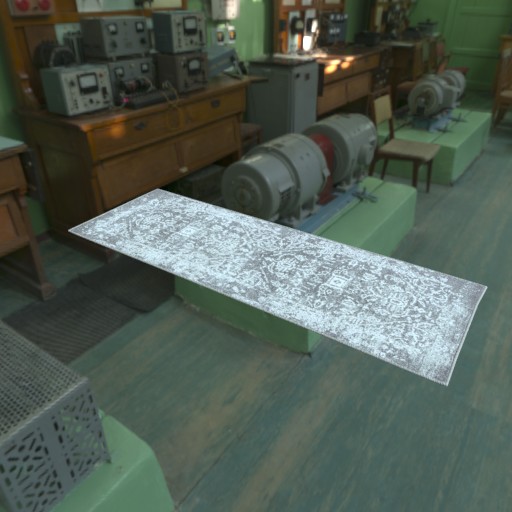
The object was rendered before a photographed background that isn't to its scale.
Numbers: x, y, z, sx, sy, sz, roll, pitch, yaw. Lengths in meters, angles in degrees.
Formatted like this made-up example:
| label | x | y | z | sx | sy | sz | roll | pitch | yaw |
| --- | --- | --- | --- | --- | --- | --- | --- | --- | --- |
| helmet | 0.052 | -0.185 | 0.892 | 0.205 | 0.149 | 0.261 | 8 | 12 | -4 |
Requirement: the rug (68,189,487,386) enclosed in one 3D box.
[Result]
| label | x | y | z | sx | sy | sz | roll | pitch | yaw |
| --- | --- | --- | --- | --- | --- | --- | --- | --- | --- |
| rug | 0.000 | 0.000 | 2.679 | 2.452 | 0.017 | 0.855 | 19 | 36 | 28 |
